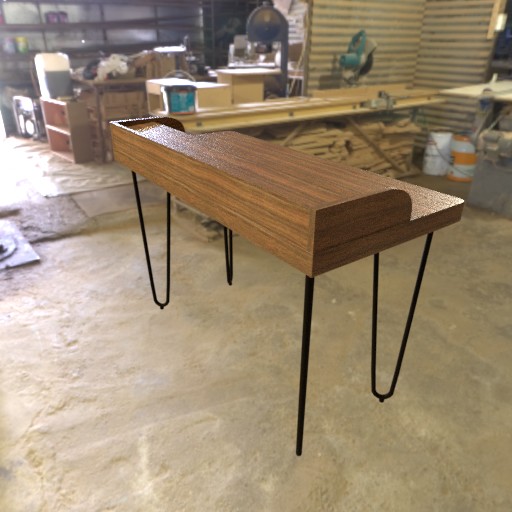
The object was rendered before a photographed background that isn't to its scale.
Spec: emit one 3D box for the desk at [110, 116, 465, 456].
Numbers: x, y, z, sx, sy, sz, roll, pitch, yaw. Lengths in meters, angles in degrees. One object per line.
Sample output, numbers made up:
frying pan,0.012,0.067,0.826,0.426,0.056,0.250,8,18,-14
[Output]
desk,0.000,0.000,1.644,0.565,0.854,1.200,-18,32,-31
